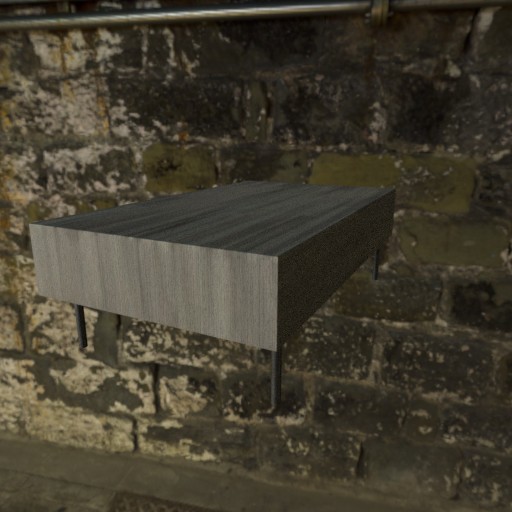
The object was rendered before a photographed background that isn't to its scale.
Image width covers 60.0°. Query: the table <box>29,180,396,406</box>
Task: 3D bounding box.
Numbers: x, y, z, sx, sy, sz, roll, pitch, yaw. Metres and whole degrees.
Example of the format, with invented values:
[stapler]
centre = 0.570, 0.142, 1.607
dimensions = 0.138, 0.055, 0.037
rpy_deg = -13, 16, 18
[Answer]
[table]
centre = 0.000, 0.000, 1.408
dimensions = 0.643, 0.347, 1.088
rpy_deg = 8, 17, 26
